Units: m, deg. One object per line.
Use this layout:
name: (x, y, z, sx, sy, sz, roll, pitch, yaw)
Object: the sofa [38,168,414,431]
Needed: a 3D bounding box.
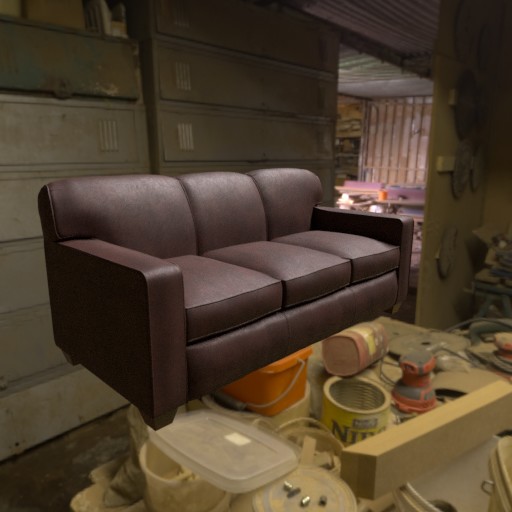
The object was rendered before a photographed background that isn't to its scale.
sofa: (0.000, 0.000, 2.566, 2.039, 0.953, 1.008, -13, 18, -43)
